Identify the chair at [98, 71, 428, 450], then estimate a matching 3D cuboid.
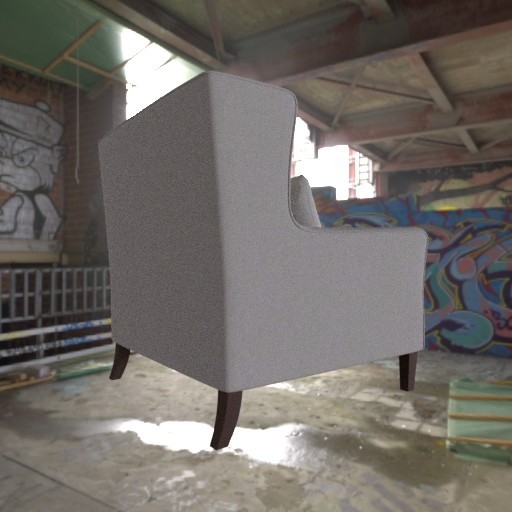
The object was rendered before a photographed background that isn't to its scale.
[{"bbox_3d":[0.000,0.000,1.830,1.040,1.056,0.982,0,0,-37],"label":"chair"}]
